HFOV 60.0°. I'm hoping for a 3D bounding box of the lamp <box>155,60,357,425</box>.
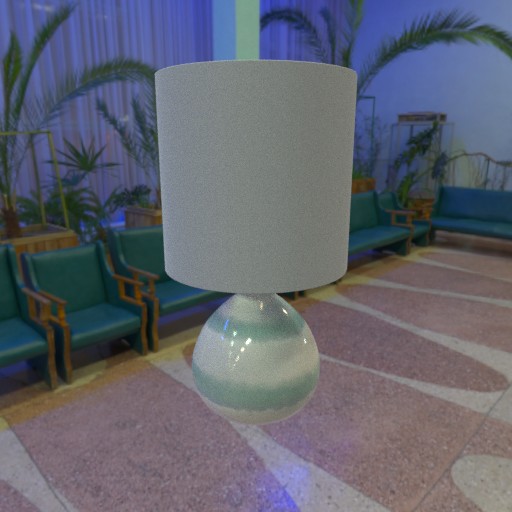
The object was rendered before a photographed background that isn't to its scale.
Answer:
[{"bbox_3d":[0.000,0.000,0.535,0.217,0.404,0.217,-13,19,-41],"label":"lamp"}]
